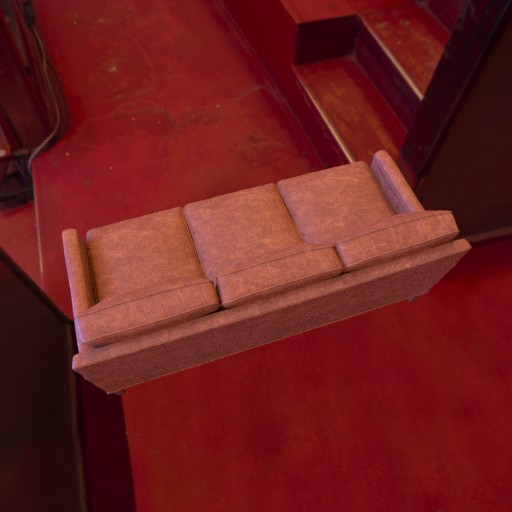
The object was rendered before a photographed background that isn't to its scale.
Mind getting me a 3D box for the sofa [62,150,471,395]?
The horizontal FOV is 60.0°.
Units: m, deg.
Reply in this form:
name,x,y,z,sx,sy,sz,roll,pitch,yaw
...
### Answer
name,x,y,z,sx,sy,sz,roll,pitch,yaw
sofa,0.000,0.000,2.813,2.246,1.003,1.084,-16,60,-9
